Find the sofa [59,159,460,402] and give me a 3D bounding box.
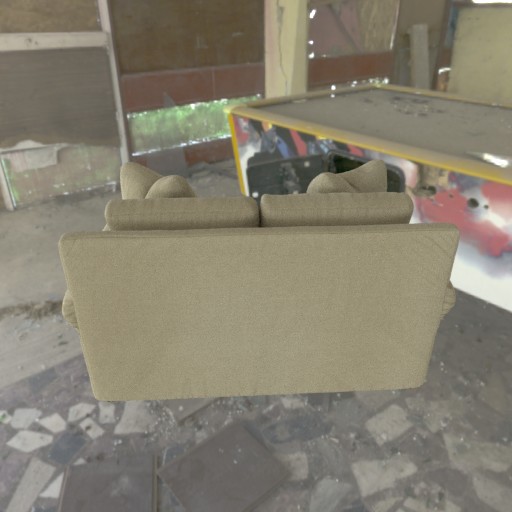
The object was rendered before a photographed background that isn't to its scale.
[{"bbox_3d":[0.000,0.000,2.177,1.550,0.905,1.070,-2,29,-3],"label":"sofa"}]
